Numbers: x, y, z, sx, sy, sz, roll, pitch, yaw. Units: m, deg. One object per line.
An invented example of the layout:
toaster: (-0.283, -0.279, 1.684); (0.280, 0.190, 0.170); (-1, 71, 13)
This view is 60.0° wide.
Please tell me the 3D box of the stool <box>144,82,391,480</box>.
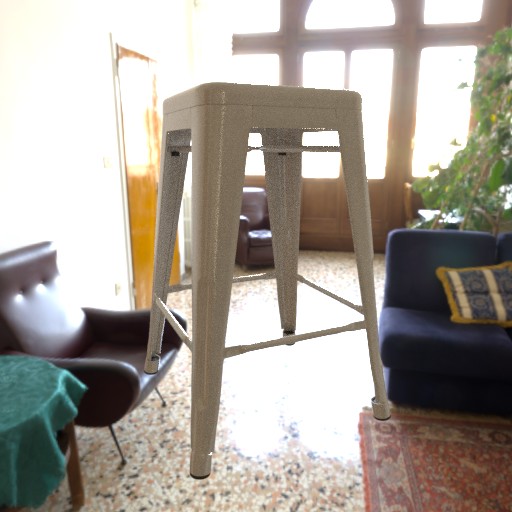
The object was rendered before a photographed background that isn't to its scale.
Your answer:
stool: (0.000, 0.000, 0.887); (0.406, 0.610, 0.406); (-6, 15, -24)
